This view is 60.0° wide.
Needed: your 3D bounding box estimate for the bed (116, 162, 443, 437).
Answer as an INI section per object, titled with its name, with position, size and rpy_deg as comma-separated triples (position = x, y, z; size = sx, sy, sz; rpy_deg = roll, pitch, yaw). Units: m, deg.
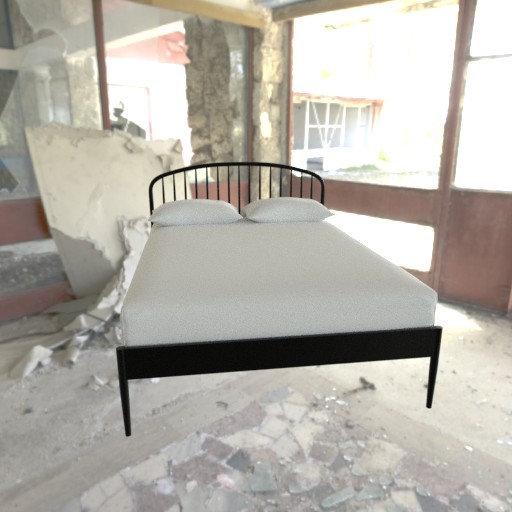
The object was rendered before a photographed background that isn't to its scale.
[bed]
position = 0.000, 0.000, 3.128
size = 1.618, 1.166, 2.159
rpy_deg = -2, 16, -8
